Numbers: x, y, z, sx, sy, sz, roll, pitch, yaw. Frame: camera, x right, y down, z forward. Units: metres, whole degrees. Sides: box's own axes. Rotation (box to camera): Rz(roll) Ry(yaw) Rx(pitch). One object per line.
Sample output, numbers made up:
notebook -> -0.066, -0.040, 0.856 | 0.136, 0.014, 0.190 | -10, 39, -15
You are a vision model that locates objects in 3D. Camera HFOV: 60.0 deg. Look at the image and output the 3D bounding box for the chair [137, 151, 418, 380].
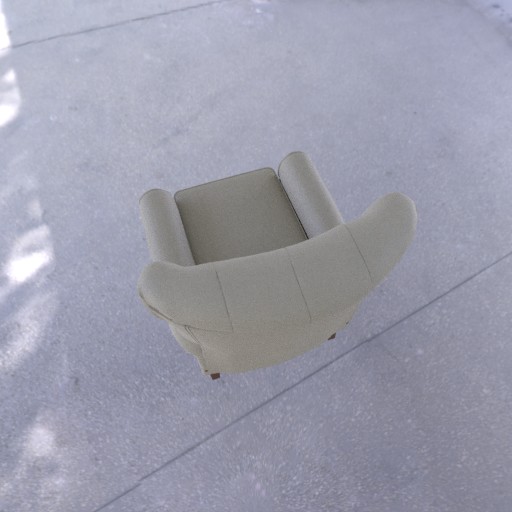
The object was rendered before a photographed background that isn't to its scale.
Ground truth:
chair -> 0.000, 0.000, 1.961 | 0.943, 1.158, 1.059 | -17, 61, -9
